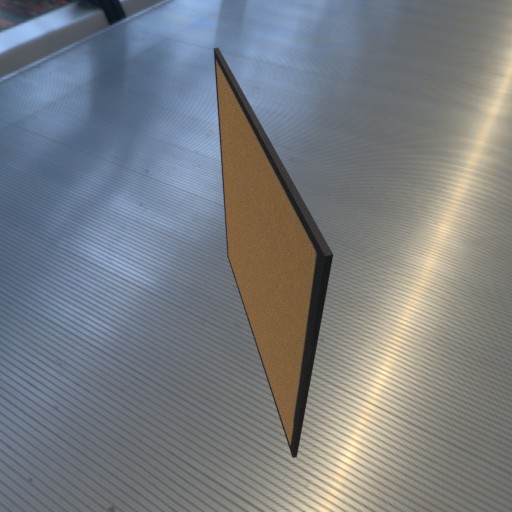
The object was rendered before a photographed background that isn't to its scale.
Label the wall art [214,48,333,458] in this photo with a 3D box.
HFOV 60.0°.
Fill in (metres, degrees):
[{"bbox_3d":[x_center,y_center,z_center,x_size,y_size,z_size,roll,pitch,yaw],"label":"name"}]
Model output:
[{"bbox_3d":[0.000,0.000,1.238,0.013,0.823,0.823,-11,47,-11],"label":"wall art"}]
